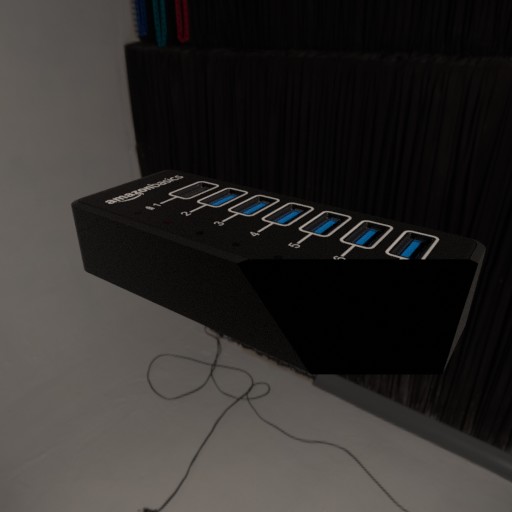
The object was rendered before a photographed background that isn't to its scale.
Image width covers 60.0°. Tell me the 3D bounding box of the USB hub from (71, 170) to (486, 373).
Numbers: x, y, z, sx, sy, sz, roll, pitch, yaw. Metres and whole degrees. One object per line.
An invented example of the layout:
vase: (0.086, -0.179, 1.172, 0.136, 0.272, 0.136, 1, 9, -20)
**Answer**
USB hub: (0.000, 0.000, 0.126, 0.110, 0.023, 0.044, 18, 33, 31)
